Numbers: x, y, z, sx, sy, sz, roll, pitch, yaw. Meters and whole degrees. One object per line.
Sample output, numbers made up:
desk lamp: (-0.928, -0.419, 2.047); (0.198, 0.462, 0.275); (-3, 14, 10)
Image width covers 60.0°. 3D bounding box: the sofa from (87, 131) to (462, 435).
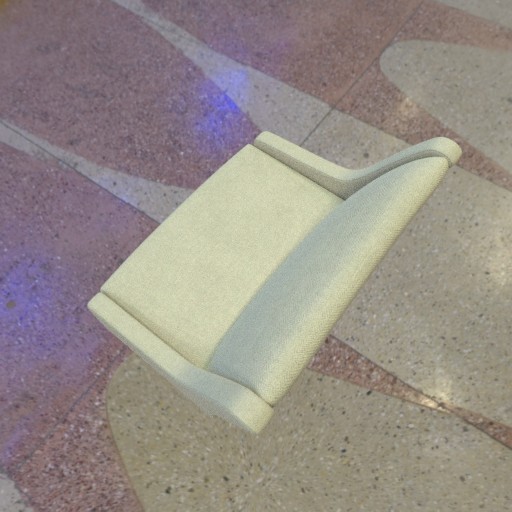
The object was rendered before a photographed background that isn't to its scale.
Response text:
sofa: (0.000, 0.000, 1.894); (0.946, 0.976, 1.212); (35, 68, 17)
